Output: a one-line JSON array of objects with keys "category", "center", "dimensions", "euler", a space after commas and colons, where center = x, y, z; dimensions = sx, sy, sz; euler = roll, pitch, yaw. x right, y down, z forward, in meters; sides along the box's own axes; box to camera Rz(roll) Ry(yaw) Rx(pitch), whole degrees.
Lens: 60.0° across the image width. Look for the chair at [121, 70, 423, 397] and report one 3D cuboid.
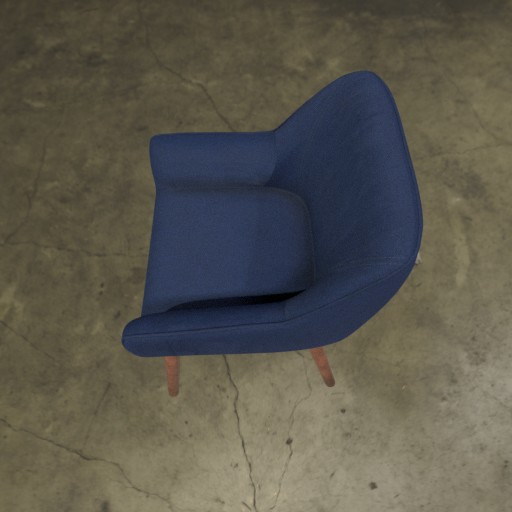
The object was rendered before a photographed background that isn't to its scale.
[{"category": "chair", "center": [0.000, 0.000, 1.206], "dimensions": [0.600, 0.820, 0.600], "euler": [-1, 59, -1]}]
